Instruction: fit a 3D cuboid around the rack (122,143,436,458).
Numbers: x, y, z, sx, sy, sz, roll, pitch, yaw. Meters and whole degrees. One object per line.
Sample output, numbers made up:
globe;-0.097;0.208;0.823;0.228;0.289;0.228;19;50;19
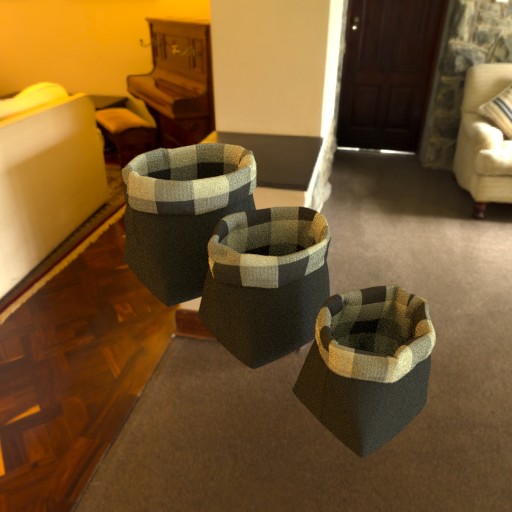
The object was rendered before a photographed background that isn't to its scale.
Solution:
rack;0.000;0.000;1.032;0.370;0.329;0.889;-21;36;-32
